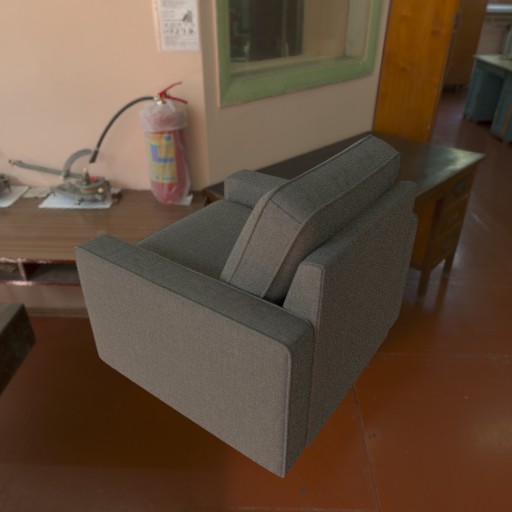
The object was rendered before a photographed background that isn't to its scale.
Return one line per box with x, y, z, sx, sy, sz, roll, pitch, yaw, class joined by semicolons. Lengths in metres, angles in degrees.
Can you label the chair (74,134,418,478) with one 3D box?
0.000;0.000;1.747;0.940;0.919;1.017;20;36;30;chair
